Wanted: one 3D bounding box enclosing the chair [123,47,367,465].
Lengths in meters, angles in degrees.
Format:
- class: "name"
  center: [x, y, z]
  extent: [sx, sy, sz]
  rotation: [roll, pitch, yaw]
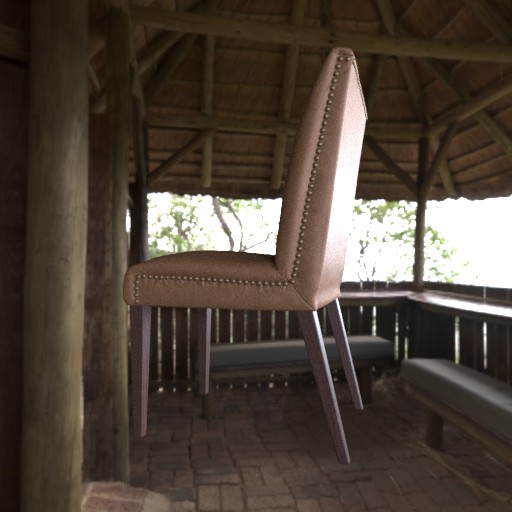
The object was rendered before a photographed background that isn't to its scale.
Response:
- class: "chair"
  center: [0.000, 0.000, 1.371]
  extent: [0.647, 1.016, 0.511]
  rotation: [0, -1, 18]
